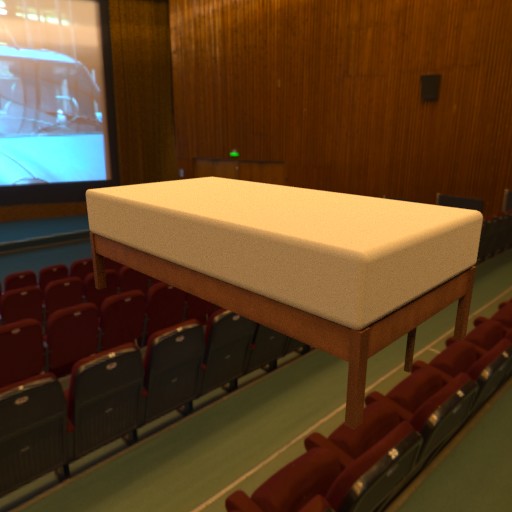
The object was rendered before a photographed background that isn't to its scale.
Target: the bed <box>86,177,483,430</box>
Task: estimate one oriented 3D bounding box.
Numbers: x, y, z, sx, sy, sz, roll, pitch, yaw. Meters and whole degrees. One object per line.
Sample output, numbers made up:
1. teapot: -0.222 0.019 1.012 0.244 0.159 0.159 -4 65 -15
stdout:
1. bed: 0.000 0.000 2.366 0.961 0.616 1.902 -16 23 -42
